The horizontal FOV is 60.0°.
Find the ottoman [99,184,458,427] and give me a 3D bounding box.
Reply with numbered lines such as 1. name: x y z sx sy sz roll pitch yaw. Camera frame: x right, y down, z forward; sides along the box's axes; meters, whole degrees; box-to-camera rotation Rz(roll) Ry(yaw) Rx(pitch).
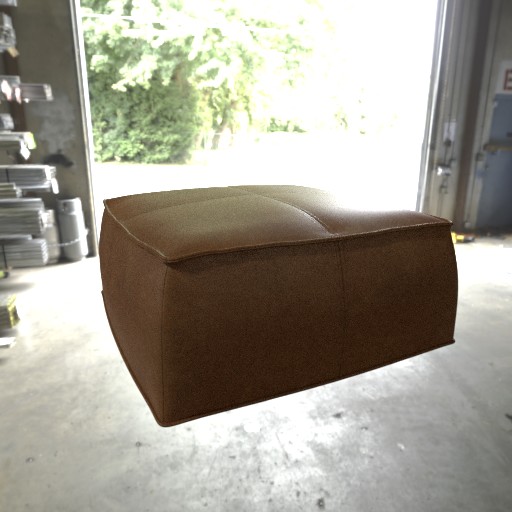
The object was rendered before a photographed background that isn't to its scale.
1. ottoman: 0.000 0.000 1.389 0.901 0.395 0.902 -8 18 -25
